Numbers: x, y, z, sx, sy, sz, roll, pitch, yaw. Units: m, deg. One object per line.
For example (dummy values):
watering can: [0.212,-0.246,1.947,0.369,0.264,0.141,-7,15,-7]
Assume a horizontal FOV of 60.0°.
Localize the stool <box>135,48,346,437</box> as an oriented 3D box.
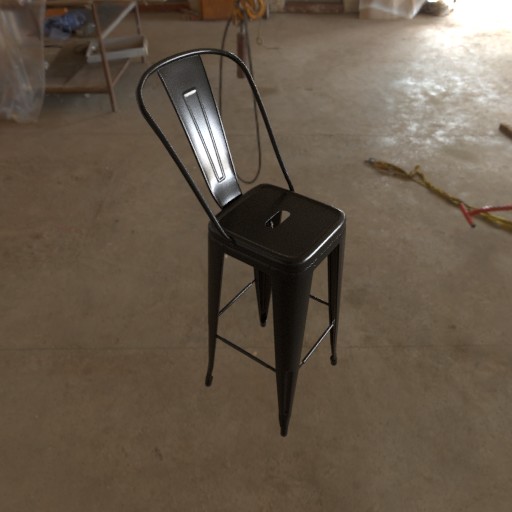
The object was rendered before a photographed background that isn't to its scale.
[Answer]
stool: [0.000,0.000,1.366,0.513,1.096,0.399,25,46,27]
